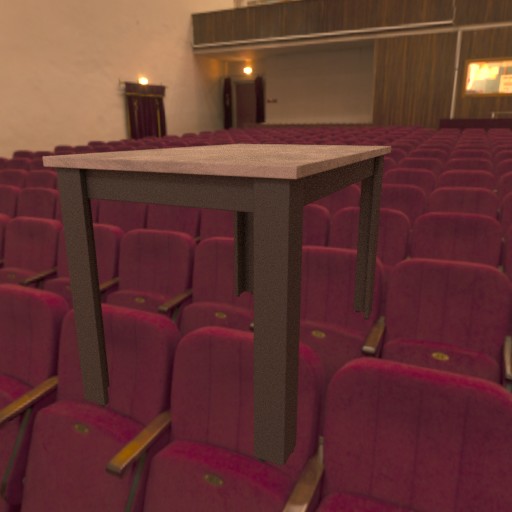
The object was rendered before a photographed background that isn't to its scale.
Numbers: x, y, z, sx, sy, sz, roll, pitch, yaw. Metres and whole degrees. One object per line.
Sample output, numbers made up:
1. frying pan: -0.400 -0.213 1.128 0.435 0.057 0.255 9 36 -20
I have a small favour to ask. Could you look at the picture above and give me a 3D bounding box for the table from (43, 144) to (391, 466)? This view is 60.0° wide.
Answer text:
1. table: 0.000 0.000 1.579 0.700 0.734 1.100 8 18 24
